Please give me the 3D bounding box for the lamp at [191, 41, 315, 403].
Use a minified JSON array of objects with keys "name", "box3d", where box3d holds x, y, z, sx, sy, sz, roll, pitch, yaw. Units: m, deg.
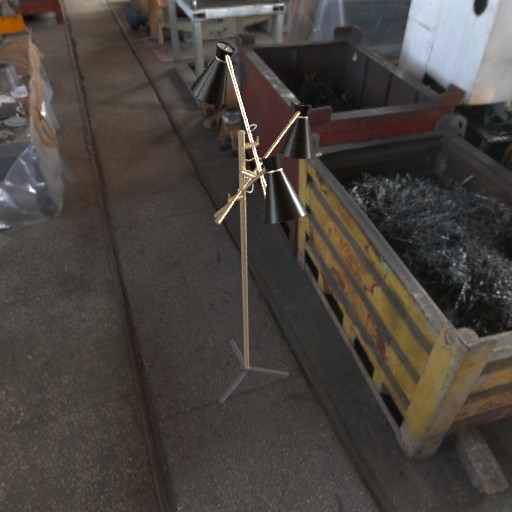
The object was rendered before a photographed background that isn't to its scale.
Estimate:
[{"name":"lamp","box3d":[0.000,0.000,2.140,0.750,1.804,0.653,26,47,26]}]
